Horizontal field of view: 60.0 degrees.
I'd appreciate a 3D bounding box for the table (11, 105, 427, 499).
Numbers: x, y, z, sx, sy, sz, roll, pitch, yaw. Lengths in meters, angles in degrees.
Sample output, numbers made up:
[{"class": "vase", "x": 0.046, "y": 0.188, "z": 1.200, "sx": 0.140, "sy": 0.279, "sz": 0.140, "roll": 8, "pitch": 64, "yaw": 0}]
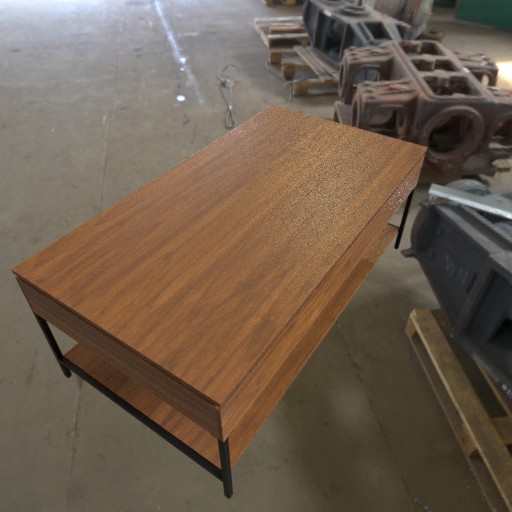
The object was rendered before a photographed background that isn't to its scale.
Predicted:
[{"class": "table", "x": 0.000, "y": 0.000, "z": 1.310, "sx": 0.574, "sy": 0.414, "sz": 1.057, "roll": 24, "pitch": 47, "yaw": 25}]
